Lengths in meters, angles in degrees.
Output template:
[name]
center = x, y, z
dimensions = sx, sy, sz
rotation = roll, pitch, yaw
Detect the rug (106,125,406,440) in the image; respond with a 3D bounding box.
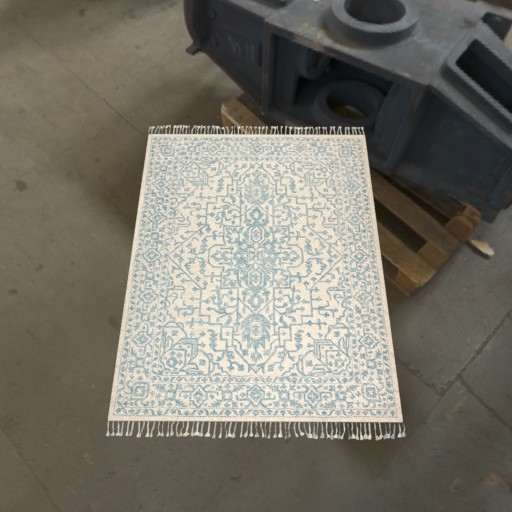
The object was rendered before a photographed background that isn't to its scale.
[rug]
center = 0.000, 0.000, 4.332
dimensions = 2.464, 0.010, 3.327
rotation = 0, 64, 0
